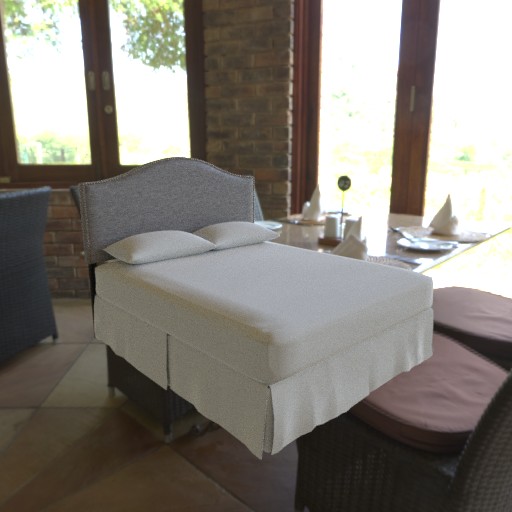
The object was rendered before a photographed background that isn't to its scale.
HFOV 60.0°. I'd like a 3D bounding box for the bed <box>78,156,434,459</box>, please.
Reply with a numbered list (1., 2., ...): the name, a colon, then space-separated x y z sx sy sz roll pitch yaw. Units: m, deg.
1. bed: 0.000 0.000 2.967 1.610 1.295 1.870 -12 17 -42
